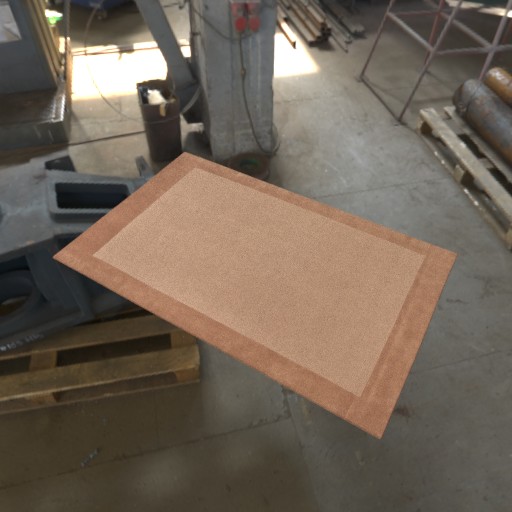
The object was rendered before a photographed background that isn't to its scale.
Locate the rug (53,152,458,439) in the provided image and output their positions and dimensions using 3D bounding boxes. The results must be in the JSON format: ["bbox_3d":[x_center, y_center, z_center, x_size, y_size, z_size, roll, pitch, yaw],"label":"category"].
[{"bbox_3d":[0.000,0.000,3.142,2.438,0.014,1.524,24,52,21],"label":"rug"}]
